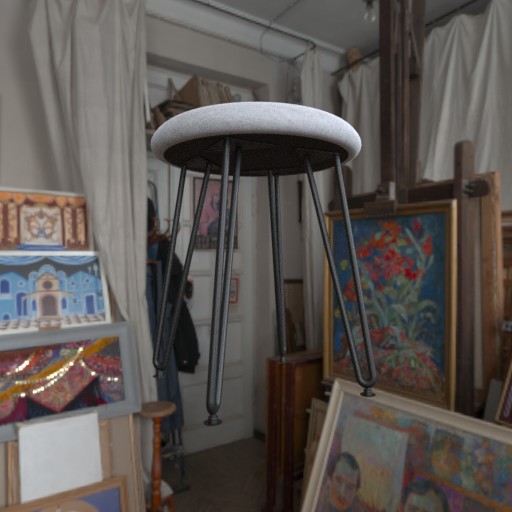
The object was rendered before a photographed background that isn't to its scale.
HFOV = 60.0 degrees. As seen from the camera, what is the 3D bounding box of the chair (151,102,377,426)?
[{"bbox_3d":[0.000,0.000,0.666,0.350,0.386,0.350,0,-1,18],"label":"chair"}]
